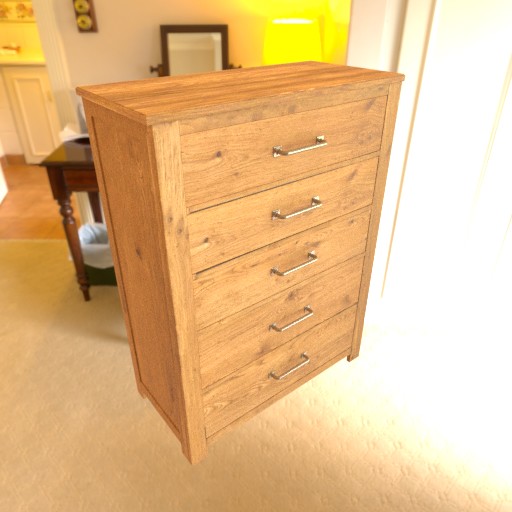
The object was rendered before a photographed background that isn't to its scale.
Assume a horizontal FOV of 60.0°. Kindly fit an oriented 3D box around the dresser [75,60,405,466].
[{"bbox_3d":[0.000,0.000,1.921,1.081,1.431,0.558,-22,37,-32],"label":"dresser"}]
